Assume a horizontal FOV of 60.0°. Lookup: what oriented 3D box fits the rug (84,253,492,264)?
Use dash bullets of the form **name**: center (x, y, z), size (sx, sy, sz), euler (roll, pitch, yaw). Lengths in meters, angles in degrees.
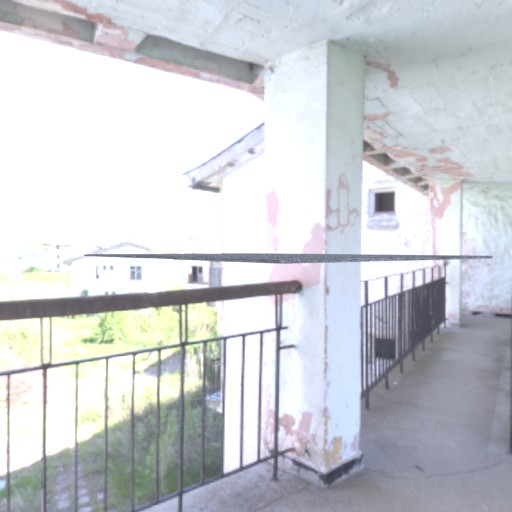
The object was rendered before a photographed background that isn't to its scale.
- **rug**: center (0.000, 0.000, 2.292), size (1.208, 0.012, 1.819), euler (-1, 1, -37)
